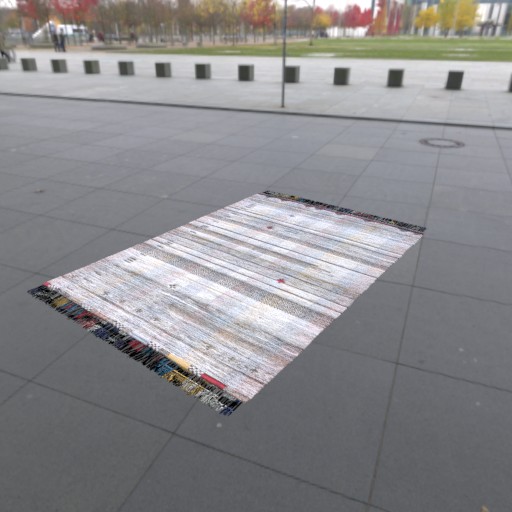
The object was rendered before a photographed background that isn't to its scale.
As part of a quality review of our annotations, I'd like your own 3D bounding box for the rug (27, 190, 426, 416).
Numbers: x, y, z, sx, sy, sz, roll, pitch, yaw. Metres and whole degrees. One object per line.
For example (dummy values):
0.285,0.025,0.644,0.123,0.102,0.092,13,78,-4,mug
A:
0.000,0.000,2.311,1.217,0.012,1.848,19,33,33,rug
